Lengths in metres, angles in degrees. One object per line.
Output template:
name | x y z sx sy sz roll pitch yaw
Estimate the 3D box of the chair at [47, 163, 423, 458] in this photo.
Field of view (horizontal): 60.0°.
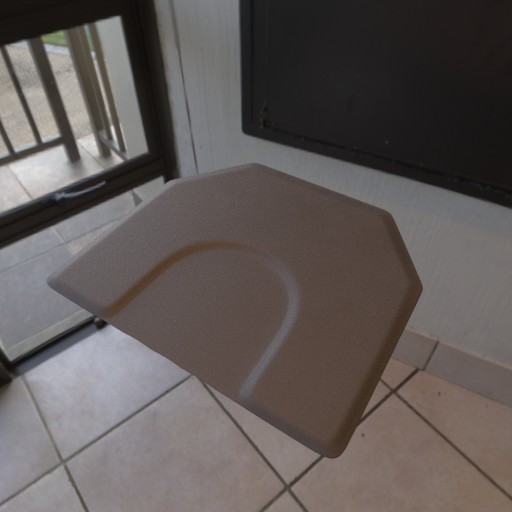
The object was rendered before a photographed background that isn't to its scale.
chair | 0.000 0.000 1.961 1.372 0.024 1.219 25 51 22
